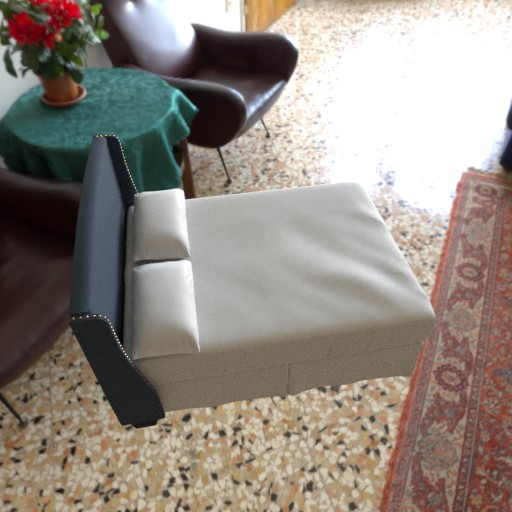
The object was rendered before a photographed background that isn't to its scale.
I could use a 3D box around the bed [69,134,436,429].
[{"bbox_3d":[0.000,0.000,3.312,2.237,1.407,1.710,-7,47,-7],"label":"bed"}]
